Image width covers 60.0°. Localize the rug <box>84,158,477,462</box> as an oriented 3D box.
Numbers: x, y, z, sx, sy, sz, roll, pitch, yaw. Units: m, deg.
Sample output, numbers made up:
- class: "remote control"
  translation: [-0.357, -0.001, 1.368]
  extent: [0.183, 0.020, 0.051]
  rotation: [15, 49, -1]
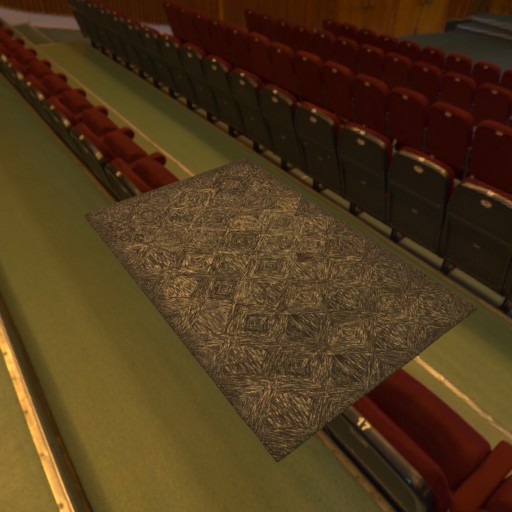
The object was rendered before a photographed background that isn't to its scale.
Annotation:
- class: "rug"
  translation: [0.000, 0.000, 2.233]
  extent: [1.139, 0.010, 1.754]
  rotation: [-26, 46, -27]
